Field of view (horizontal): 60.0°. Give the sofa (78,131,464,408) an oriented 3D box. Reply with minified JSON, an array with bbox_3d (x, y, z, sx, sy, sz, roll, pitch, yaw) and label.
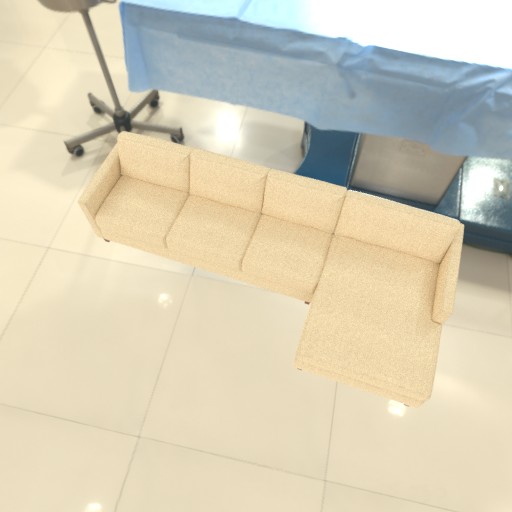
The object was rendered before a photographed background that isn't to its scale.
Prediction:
[{"bbox_3d":[0.000,0.000,4.137,3.471,0.954,1.603,17,61,10],"label":"sofa"}]
